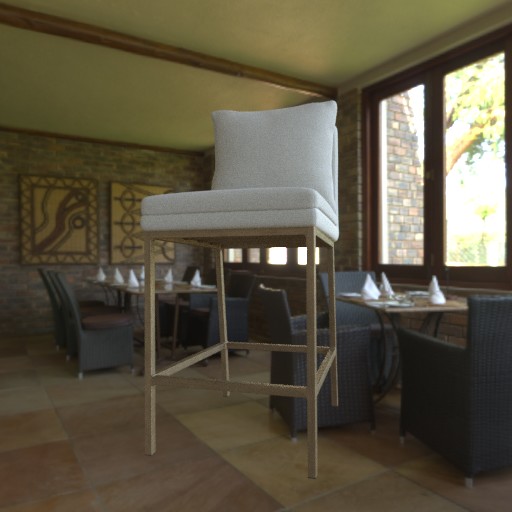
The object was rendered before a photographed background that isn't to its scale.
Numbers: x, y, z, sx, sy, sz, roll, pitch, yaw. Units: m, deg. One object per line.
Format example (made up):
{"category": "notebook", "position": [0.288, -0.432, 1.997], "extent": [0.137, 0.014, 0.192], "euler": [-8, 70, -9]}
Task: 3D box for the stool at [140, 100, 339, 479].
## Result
{"category": "stool", "position": [0.000, 0.000, 1.340], "extent": [0.463, 1.032, 0.572], "euler": [0, 0, 17]}
